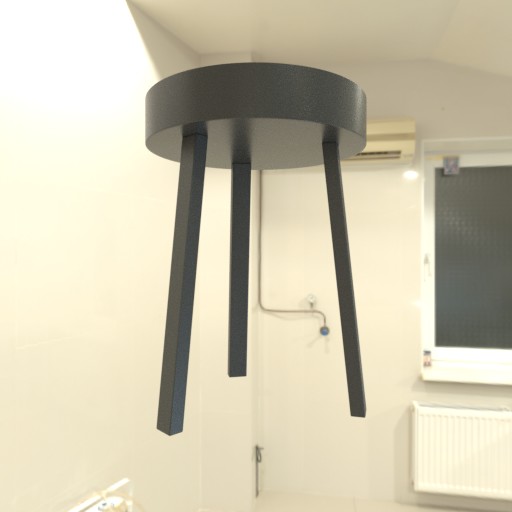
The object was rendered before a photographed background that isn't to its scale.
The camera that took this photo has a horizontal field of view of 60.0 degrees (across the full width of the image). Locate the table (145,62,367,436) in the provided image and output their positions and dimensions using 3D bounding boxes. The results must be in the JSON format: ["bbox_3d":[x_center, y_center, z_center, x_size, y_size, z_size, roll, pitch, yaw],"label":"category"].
[{"bbox_3d":[0.000,0.000,0.841,0.406,0.559,0.406,0,1,0],"label":"table"}]
